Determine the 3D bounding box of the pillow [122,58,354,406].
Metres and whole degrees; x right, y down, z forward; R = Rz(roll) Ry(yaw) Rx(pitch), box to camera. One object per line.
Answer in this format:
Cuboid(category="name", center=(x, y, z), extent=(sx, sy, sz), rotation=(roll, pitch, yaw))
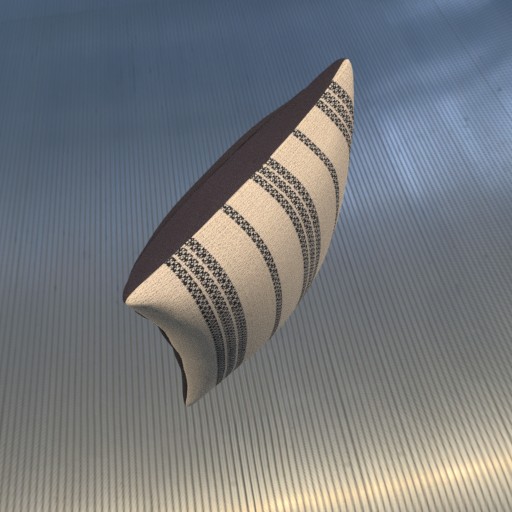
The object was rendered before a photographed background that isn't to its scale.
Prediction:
Cuboid(category="pillow", center=(0.000, 0.000, 0.638), extent=(0.173, 0.406, 0.405), rotation=(31, 64, 17))
